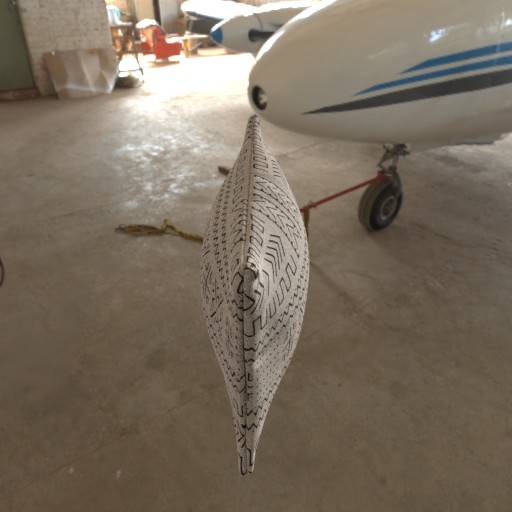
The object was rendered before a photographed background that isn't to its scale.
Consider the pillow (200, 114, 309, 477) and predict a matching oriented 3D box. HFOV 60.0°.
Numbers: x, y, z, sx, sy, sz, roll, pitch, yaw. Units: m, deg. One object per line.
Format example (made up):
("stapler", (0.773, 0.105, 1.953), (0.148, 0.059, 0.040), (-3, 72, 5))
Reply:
("pillow", (0.000, 0.000, 0.807), (0.188, 0.352, 0.637), (0, 32, 1))
